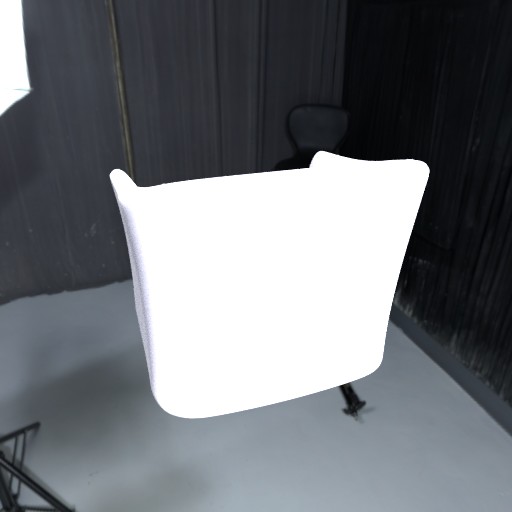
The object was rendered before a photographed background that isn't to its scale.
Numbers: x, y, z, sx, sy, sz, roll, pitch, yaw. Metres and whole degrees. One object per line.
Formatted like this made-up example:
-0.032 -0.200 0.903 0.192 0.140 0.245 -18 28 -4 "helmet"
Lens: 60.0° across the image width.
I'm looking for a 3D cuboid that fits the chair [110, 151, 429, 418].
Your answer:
0.000 0.000 1.383 0.790 0.720 0.700 -9 28 -17 "chair"
